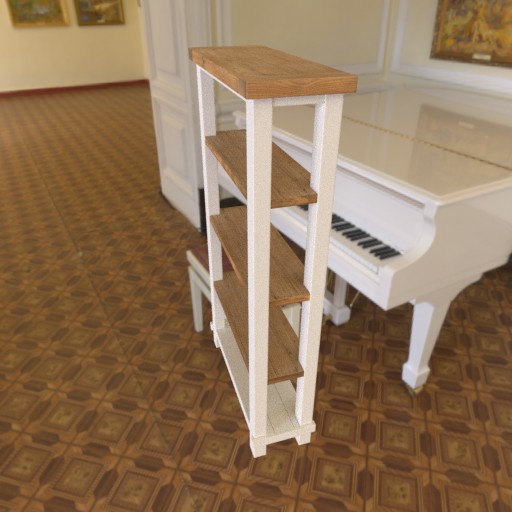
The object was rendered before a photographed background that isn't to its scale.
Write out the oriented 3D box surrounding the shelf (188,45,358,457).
[{"bbox_3d":[0.000,0.000,2.294,0.381,1.878,1.022,-9,32,-15],"label":"shelf"}]
